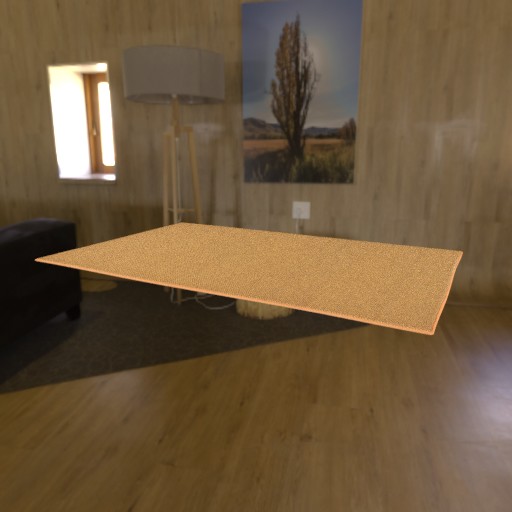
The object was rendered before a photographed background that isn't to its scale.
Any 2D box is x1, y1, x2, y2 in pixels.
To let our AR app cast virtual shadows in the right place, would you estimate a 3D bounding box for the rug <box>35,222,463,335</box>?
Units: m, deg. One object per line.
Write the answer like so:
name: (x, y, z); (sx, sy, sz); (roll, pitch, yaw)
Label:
rug: (0.000, 0.000, 2.050); (1.678, 0.013, 1.078); (8, 16, 27)
